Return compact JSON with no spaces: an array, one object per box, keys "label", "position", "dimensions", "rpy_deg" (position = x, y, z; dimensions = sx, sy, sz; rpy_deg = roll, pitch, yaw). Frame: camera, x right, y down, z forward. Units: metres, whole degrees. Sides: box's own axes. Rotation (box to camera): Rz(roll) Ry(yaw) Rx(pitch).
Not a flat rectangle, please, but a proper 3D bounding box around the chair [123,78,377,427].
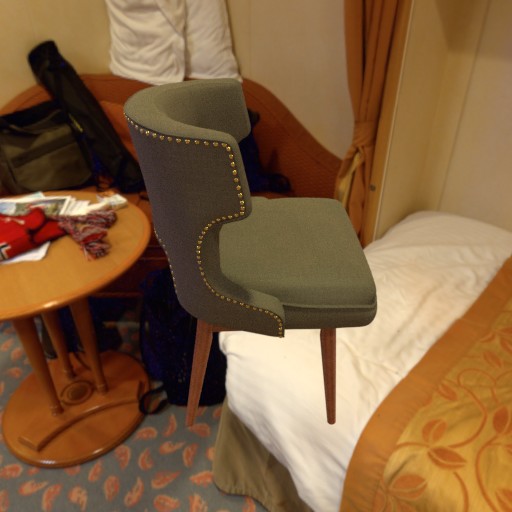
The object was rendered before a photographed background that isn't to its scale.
[{"label":"chair","position":[0.000,0.000,1.234],"dimensions":[0.581,0.863,0.595],"rpy_deg":[0,32,-1]}]
